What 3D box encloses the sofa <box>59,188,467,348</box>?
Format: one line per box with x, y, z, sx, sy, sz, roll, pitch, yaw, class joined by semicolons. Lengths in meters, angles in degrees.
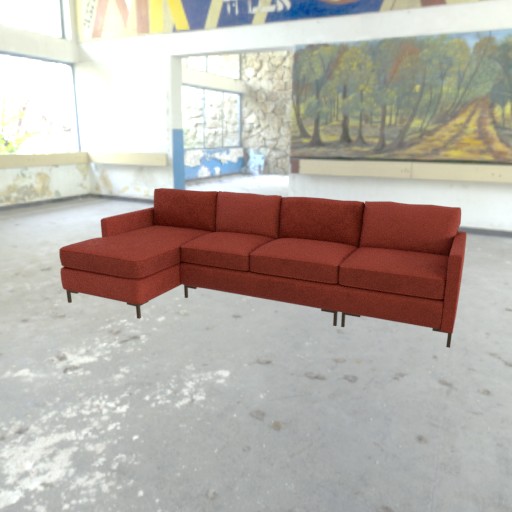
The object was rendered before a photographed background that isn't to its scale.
0.000;0.000;4.024;3.400;0.967;1.500;7;17;25;sofa
